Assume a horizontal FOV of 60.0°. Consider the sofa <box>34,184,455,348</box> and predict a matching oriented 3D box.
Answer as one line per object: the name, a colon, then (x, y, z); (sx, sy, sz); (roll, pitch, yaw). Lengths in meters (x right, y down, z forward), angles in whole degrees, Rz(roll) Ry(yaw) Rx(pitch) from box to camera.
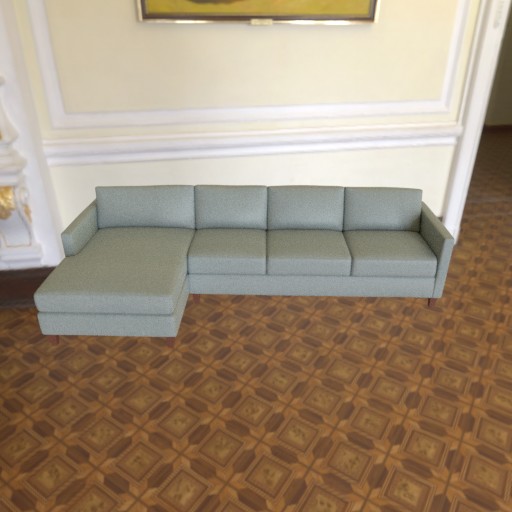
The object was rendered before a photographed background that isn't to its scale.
sofa: (0.000, 0.000, 4.102); (3.470, 0.953, 1.600); (1, 28, 1)
